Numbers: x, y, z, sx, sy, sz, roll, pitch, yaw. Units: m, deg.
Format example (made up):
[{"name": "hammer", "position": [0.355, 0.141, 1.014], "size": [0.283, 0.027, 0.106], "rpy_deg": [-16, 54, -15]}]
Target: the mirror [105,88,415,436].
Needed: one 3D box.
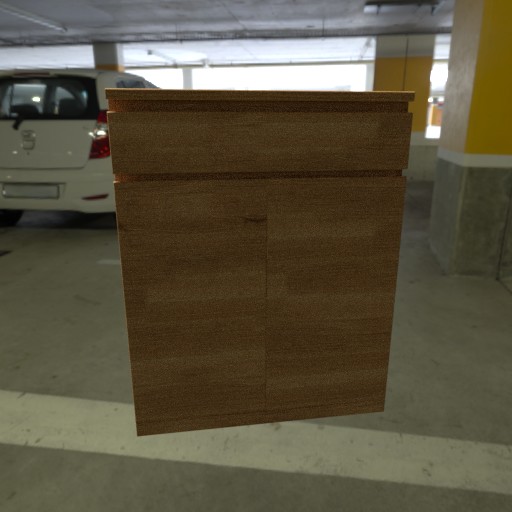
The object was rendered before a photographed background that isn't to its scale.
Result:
[{"name": "mirror", "position": [0.000, 0.000, 1.459], "size": [0.800, 1.000, 0.400], "rpy_deg": [-3, 17, -8]}]
